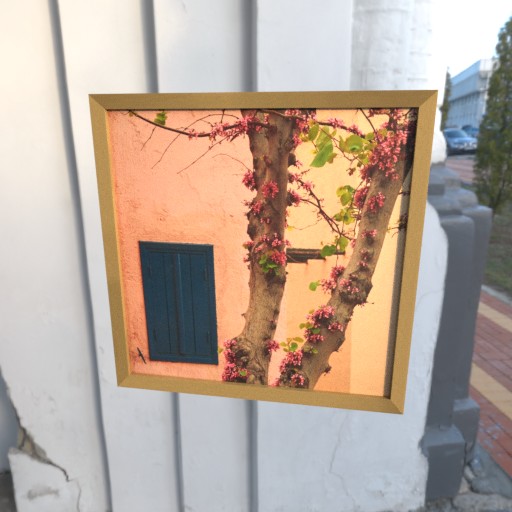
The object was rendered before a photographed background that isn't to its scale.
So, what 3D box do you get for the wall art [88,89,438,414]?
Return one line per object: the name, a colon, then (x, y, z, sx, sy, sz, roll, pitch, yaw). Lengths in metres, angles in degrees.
wall art: (0.000, 0.000, 0.442, 0.304, 0.305, 0.038, 3, 16, 9)
